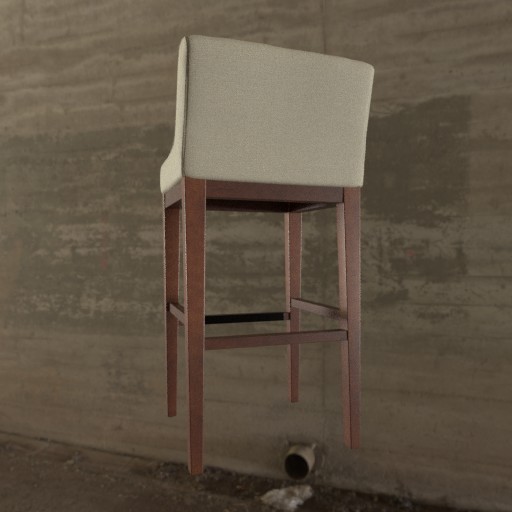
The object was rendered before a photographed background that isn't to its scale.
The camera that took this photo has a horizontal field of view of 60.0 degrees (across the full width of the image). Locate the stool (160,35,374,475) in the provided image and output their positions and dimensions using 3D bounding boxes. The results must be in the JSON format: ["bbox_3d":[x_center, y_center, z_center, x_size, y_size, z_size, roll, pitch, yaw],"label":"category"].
[{"bbox_3d":[0.000,0.000,1.305,0.511,1.037,0.500,0,0,-19],"label":"stool"}]
